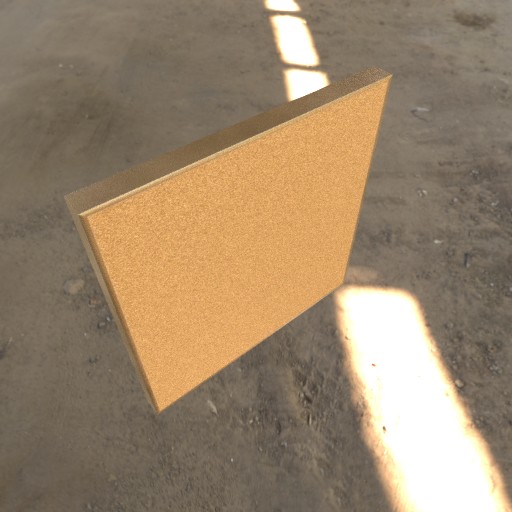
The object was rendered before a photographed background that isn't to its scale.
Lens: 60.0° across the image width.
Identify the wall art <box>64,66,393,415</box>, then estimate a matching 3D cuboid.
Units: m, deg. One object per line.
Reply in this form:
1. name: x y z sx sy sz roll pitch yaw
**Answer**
1. wall art: 0.000 0.000 0.774 0.513 0.511 0.038 -31 54 -25
